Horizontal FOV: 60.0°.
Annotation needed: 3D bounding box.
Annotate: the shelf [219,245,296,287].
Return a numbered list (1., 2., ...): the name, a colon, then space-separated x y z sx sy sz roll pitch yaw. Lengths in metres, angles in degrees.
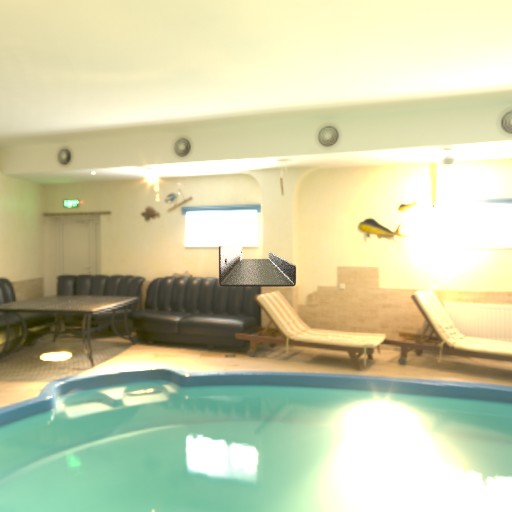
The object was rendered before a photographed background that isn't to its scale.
1. shelf: 0.000 0.000 0.989 0.092 0.049 0.924 0 2 0
